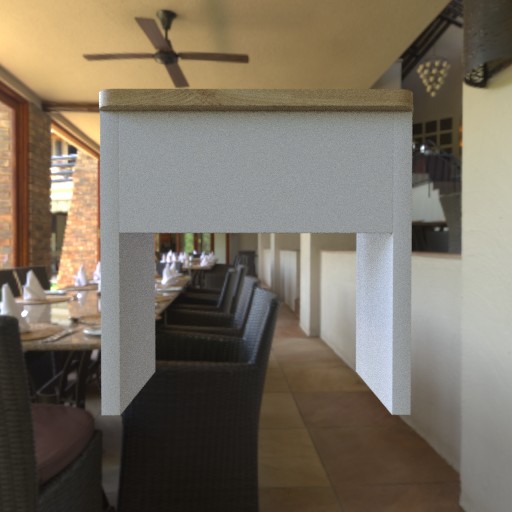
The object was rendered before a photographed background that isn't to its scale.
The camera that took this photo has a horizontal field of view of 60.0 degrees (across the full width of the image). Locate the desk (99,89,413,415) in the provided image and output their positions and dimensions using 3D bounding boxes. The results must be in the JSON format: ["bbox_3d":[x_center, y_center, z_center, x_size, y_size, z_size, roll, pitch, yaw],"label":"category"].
[{"bbox_3d":[0.000,0.000,1.264,0.760,0.790,0.440,0,1,0],"label":"desk"}]
